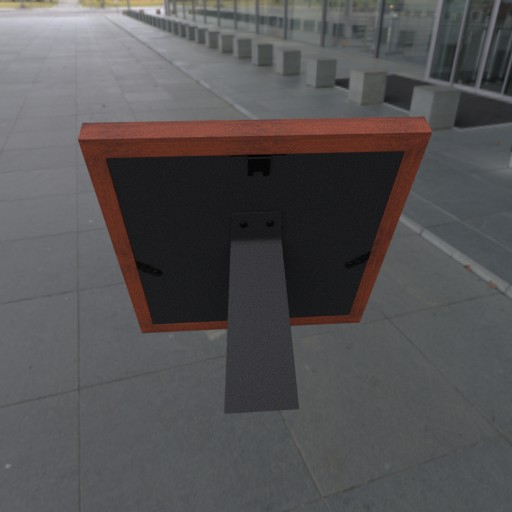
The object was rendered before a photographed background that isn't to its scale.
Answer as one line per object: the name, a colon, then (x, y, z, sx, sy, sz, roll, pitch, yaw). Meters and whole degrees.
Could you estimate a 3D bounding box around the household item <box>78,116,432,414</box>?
household item: (0.000, 0.000, 0.384, 0.240, 0.240, 0.131, -2, 30, -4)
